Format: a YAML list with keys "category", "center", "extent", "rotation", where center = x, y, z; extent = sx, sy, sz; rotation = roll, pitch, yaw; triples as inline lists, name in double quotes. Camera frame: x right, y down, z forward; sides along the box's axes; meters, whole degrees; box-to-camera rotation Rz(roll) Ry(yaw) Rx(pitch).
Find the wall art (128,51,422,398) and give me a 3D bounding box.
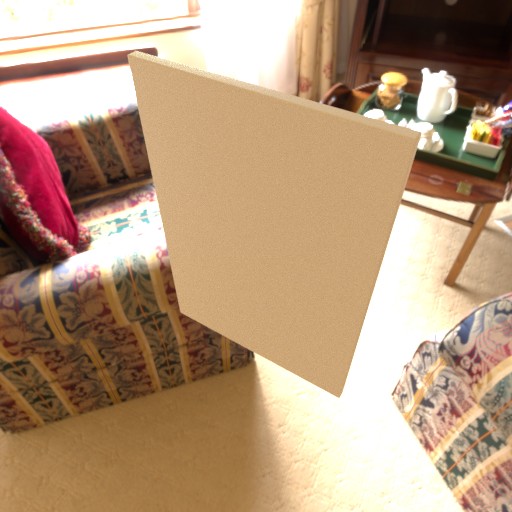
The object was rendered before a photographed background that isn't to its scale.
- category: "wall art"
  center: [0.000, 0.000, 1.505]
  extent: [0.808, 1.183, 0.038]
  rotation: [24, 51, 21]
